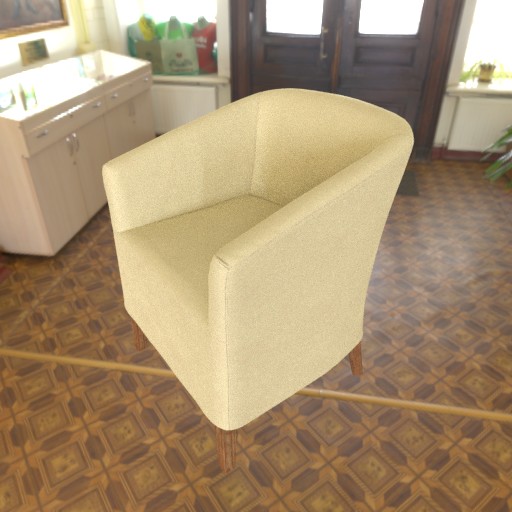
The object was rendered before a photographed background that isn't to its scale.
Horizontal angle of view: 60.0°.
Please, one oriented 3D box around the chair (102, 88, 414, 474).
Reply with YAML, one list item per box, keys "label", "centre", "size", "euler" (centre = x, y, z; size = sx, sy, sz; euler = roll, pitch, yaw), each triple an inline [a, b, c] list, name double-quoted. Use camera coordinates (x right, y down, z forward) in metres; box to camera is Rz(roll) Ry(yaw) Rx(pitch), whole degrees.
- label: "chair"
  centre: [0.000, 0.000, 1.302]
  size: [0.657, 0.822, 0.643]
  euler: [-21, 38, -30]
